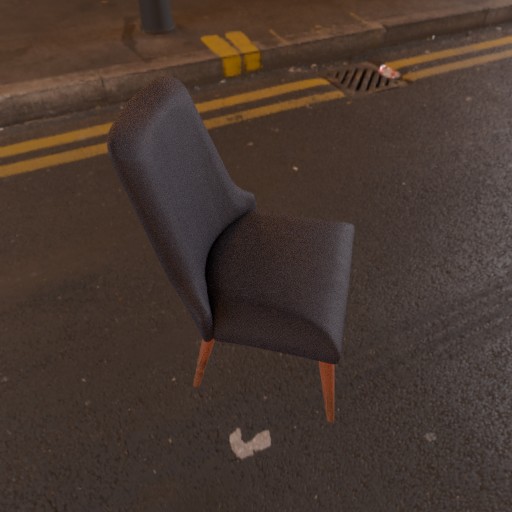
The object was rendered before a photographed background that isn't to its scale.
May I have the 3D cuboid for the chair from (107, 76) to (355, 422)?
[{"bbox_3d":[0.000,0.000,1.193,0.567,0.820,0.504,9,46,9],"label":"chair"}]
